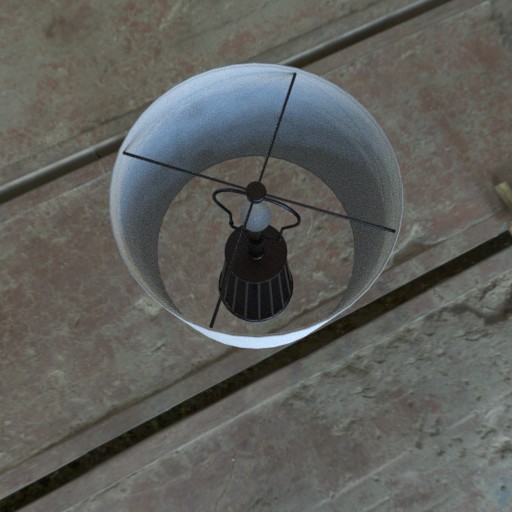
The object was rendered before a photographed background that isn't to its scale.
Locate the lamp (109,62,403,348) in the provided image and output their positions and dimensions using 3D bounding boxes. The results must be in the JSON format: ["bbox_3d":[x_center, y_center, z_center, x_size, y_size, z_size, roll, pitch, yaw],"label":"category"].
[{"bbox_3d":[0.000,0.000,0.771,0.322,0.593,0.322,17,76,4],"label":"lamp"}]
